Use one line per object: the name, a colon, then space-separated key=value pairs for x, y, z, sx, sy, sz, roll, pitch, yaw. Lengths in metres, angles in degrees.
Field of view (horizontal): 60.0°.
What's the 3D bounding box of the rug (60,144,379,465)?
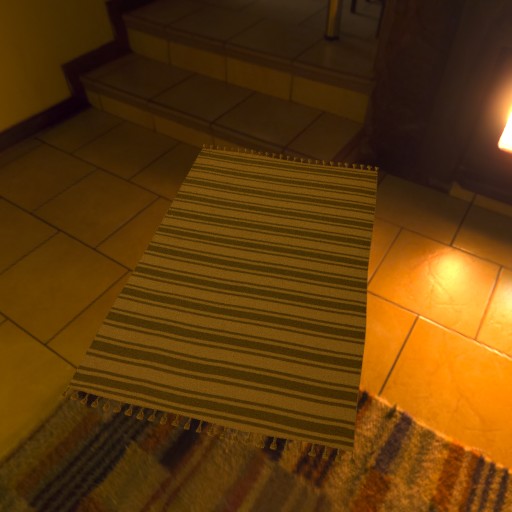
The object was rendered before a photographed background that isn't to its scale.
rug: x=0.000 y=0.000 z=2.281 sx=1.162 sy=0.013 sz=1.875 roll=10 pitch=47 yaw=9
